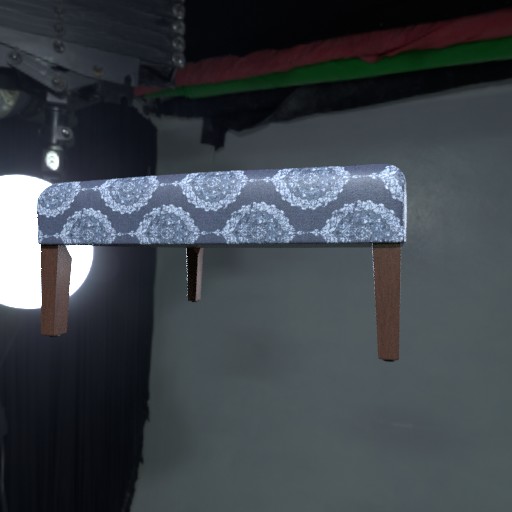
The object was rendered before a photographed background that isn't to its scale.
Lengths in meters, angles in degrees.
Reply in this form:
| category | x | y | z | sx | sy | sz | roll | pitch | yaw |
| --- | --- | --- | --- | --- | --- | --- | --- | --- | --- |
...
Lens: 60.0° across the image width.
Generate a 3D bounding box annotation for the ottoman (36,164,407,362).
| category | x | y | z | sx | sy | sz | roll | pitch | yaw |
| --- | --- | --- | --- | --- | --- | --- | --- | --- | --- |
| ottoman | 0.000 | 0.000 | 1.402 | 0.890 | 0.409 | 0.889 | 0 | 1 | 18 |
